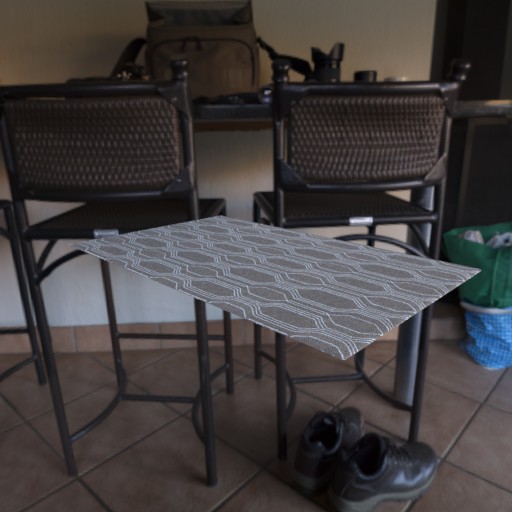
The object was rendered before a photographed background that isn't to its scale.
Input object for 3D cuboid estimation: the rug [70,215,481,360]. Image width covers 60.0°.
[{"bbox_3d":[0.000,0.000,3.072,2.457,0.012,1.541,15,23,42],"label":"rug"}]
